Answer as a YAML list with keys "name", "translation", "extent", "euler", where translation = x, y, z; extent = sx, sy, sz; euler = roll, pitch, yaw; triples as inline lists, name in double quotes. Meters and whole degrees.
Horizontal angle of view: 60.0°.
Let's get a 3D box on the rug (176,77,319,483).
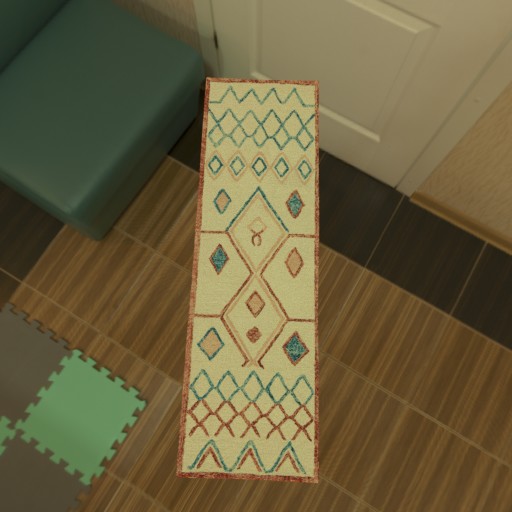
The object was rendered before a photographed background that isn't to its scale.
- name: "rug"
  translation: [0.000, 0.000, 2.638]
  extent: [0.750, 0.011, 2.435]
  euler: [2, 75, 1]
